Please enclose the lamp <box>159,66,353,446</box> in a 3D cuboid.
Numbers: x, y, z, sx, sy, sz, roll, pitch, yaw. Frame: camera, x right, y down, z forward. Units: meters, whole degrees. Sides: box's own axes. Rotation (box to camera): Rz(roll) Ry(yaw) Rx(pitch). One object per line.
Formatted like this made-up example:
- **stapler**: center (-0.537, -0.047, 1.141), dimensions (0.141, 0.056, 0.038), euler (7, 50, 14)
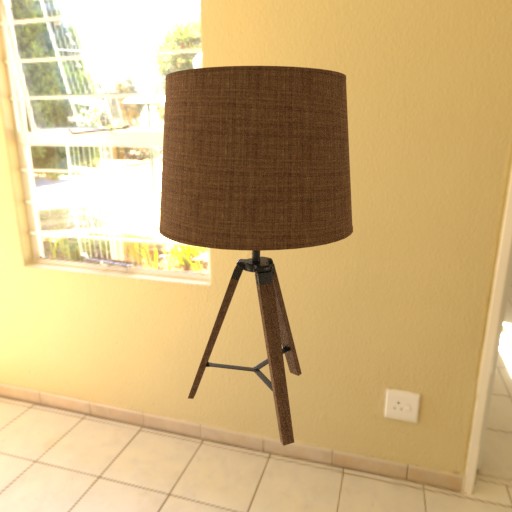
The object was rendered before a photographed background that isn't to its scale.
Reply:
- **lamp**: center (0.000, 0.000, 0.688), dimensions (0.290, 0.514, 0.290), euler (0, 16, 0)
